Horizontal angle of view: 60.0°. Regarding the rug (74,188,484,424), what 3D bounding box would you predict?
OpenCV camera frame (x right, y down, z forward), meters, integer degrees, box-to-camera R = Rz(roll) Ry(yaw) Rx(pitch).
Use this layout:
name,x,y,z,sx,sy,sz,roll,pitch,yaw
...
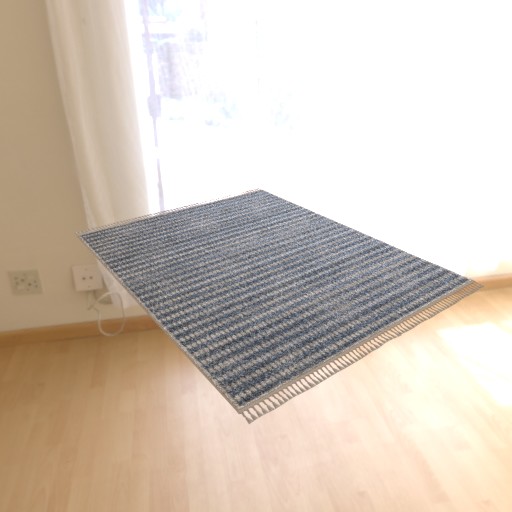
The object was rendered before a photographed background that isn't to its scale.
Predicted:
name,x,y,z,sx,sy,sz,roll,pitch,yaw
rug,0.000,0.000,3.860,2.256,0.013,2.910,-19,33,-32
